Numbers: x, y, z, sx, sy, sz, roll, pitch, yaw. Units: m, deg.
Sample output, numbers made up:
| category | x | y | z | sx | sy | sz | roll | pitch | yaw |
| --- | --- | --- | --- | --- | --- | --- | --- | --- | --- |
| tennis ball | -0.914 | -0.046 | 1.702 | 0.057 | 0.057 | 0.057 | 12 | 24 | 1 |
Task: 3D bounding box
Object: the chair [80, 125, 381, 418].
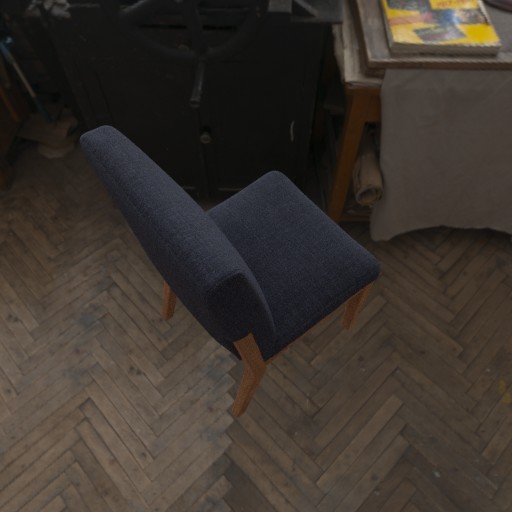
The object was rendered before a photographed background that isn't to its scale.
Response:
| category | x | y | z | sx | sy | sz | roll | pitch | yaw |
| --- | --- | --- | --- | --- | --- | --- | --- | --- | --- |
| chair | 0.000 | 0.000 | 1.284 | 0.586 | 0.911 | 0.507 | -33 | 63 | -19 |
